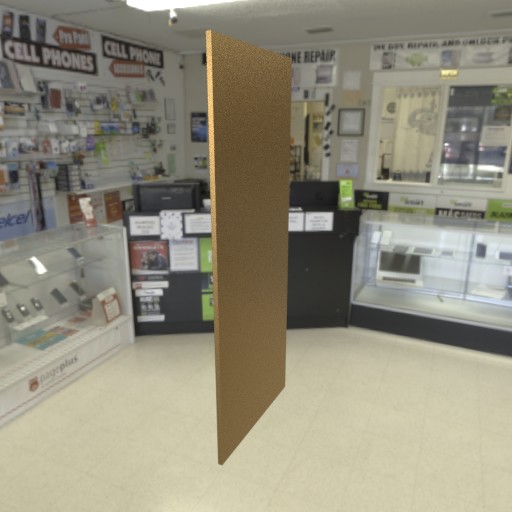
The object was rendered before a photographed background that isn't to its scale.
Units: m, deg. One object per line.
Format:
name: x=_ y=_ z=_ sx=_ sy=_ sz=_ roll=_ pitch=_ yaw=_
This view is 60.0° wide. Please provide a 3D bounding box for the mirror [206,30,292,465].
mirror: x=0.000 y=0.000 z=2.351 sx=0.025 sy=2.031 sz=0.812 roll=8 pitch=18 yaw=26
